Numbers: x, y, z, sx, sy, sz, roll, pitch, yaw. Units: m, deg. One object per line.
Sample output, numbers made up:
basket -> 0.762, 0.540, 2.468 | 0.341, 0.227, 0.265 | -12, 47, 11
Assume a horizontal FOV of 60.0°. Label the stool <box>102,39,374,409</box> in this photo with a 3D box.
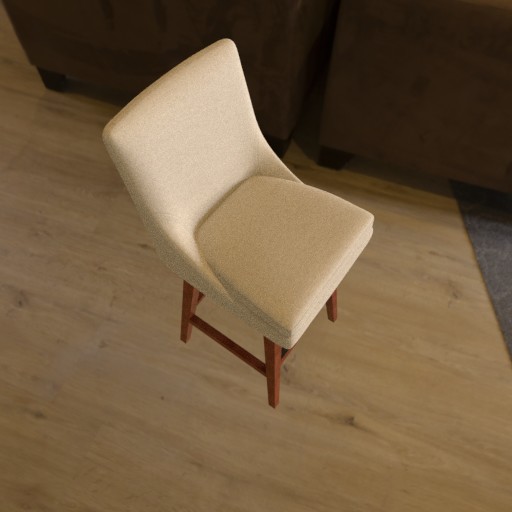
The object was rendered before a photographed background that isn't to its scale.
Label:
stool -> 0.000, 0.000, 1.415 | 0.559, 1.092, 0.470 | 31, 62, 19
